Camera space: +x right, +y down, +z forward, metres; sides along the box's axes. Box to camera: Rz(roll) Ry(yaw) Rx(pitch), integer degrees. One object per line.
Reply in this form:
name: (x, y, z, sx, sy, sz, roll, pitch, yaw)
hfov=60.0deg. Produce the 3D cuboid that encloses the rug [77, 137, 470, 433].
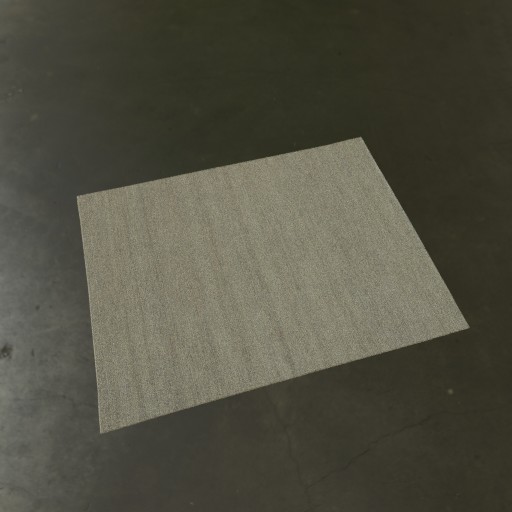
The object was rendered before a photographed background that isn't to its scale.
rug: (0.000, 0.000, 4.800, 3.626, 0.051, 2.757, -13, 59, -8)
